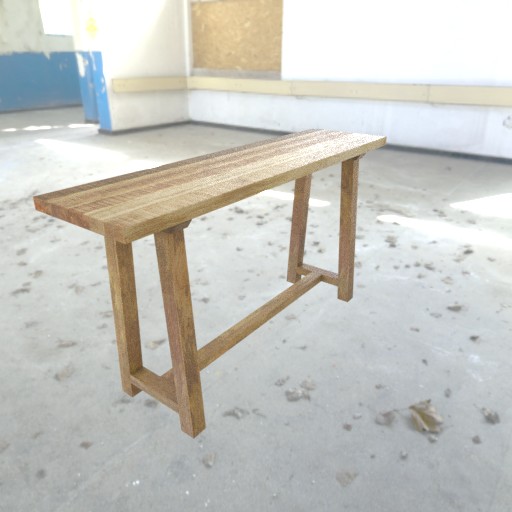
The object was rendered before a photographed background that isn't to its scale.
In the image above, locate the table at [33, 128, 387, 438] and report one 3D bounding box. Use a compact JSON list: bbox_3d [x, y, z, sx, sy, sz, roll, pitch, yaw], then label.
[{"bbox_3d":[0.000,0.000,1.845,0.405,0.810,1.524,18,30,34],"label":"table"}]
